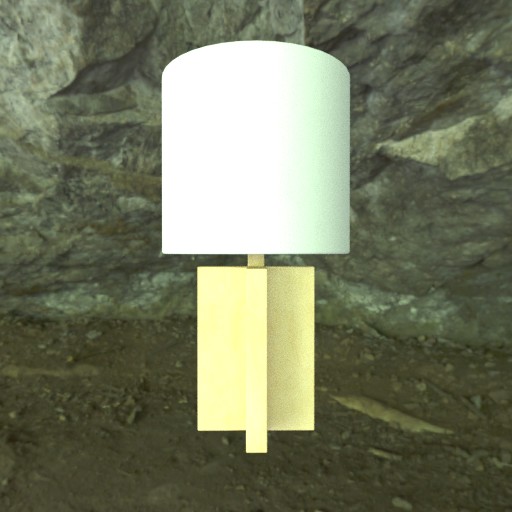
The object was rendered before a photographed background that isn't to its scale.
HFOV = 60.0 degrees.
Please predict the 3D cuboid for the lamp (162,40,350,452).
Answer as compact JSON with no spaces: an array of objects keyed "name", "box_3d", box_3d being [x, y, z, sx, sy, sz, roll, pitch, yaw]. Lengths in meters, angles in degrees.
[{"name":"lamp","box_3d":[0.000,0.000,0.553,0.229,0.428,0.229,0,1,-1]}]
